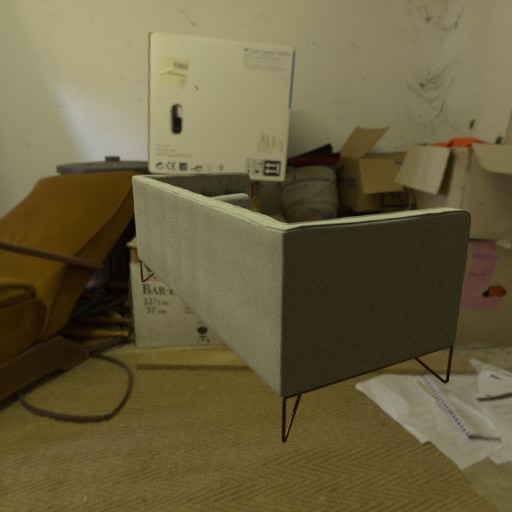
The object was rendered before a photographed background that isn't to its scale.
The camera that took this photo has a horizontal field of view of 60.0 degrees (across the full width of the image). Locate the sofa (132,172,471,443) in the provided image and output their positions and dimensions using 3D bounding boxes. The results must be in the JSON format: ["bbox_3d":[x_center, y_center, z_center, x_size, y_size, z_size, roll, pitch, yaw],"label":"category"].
[{"bbox_3d":[0.000,0.000,2.554,0.912,0.798,2.079,-8,17,-27],"label":"sofa"}]
